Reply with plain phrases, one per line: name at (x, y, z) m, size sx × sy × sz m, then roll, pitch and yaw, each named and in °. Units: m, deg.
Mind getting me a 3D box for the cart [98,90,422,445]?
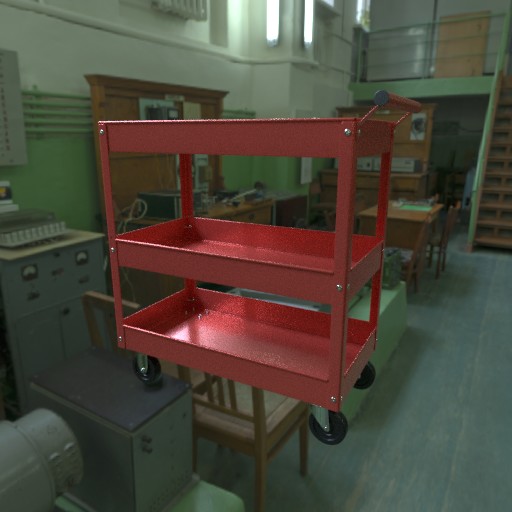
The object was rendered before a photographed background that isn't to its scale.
cart at (0.000, 0.000, 1.187) m, size 0.719 × 0.780 × 0.366 m, roll 8°, pitch 18°, yaw 27°
